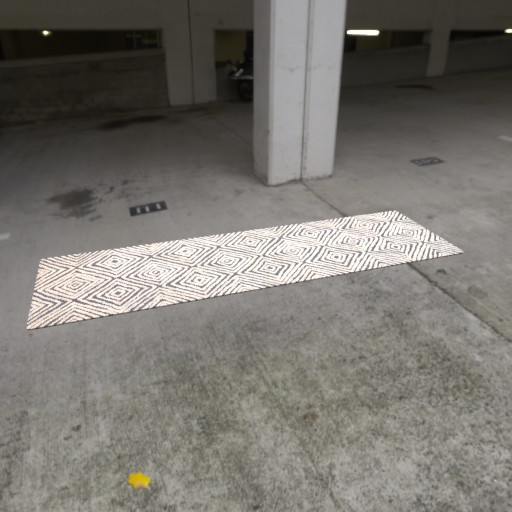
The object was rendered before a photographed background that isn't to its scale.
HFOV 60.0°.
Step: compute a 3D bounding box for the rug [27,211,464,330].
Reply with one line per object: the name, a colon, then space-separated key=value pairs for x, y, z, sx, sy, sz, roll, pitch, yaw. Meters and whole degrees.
rug: x=0.000 y=0.000 z=2.480 sx=2.277 sy=0.008 sz=0.676 roll=-9 pitch=29 yaw=-16
